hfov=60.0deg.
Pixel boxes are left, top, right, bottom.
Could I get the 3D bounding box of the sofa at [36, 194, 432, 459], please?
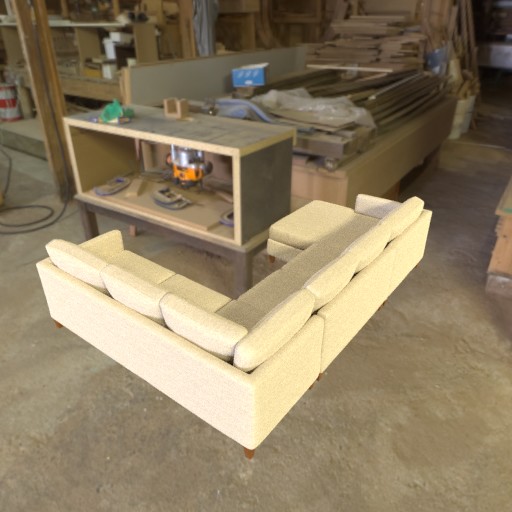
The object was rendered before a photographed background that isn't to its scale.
[{"bbox_3d":[0.000,0.000,4.750,2.594,0.961,3.460,21,36,32],"label":"sofa"}]
